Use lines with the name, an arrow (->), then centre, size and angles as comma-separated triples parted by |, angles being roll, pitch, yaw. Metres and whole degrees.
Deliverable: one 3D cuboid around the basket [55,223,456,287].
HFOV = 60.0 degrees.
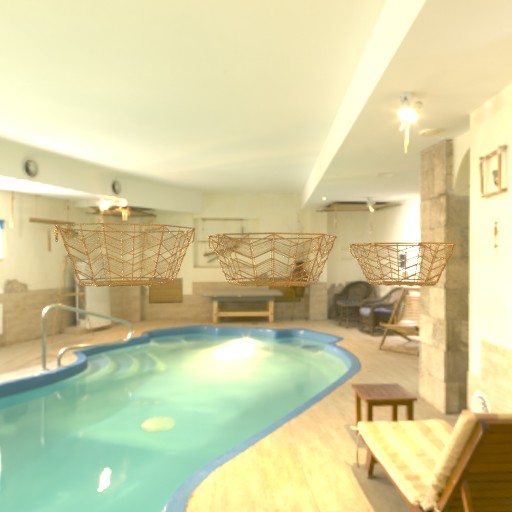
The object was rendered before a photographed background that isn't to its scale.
basket -> 0.000, 0.000, 1.393 | 1.245, 0.178, 0.432 | 0, 0, 1
